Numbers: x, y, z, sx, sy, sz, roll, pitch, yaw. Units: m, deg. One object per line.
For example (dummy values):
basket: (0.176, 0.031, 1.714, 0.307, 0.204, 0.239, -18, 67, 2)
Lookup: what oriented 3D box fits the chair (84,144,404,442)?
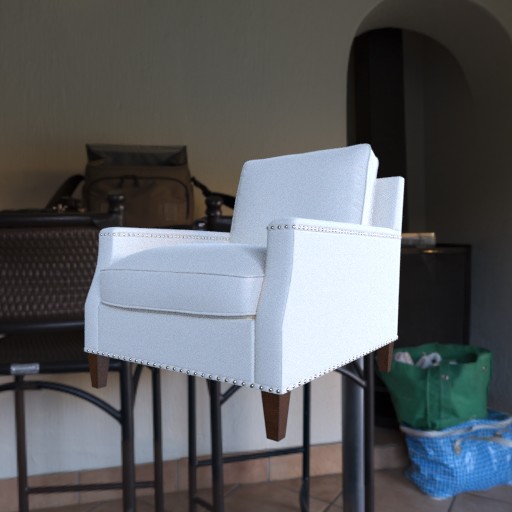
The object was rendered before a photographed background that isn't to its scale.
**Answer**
chair: (0.000, 0.000, 1.733, 0.853, 0.943, 1.014, 0, 0, 36)
